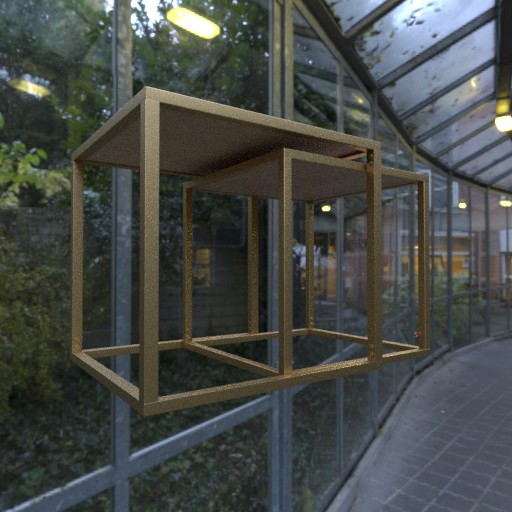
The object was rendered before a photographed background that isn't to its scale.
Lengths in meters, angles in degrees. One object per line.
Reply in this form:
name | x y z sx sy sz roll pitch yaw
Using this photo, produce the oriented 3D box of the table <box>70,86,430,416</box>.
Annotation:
table | 0.000 0.000 1.098 0.762 0.505 0.505 1 -1 -35
